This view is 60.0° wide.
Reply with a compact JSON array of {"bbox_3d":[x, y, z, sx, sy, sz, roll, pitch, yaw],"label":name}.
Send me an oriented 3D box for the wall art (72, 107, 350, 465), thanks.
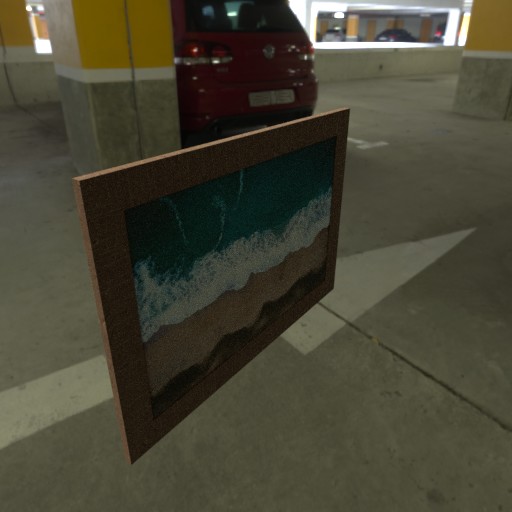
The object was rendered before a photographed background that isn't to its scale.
[{"bbox_3d":[0.000,0.000,1.141,0.019,0.626,0.917,18,32,32],"label":"wall art"}]
